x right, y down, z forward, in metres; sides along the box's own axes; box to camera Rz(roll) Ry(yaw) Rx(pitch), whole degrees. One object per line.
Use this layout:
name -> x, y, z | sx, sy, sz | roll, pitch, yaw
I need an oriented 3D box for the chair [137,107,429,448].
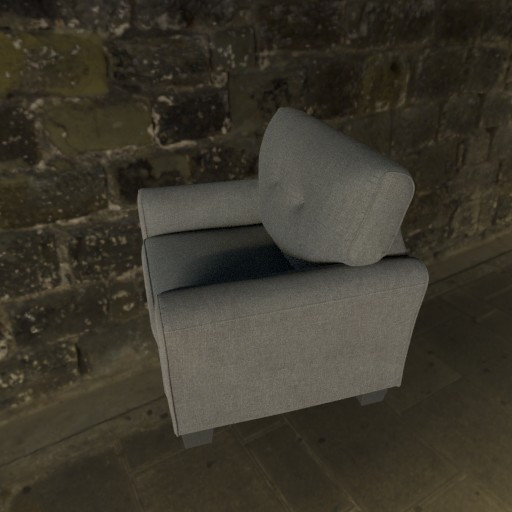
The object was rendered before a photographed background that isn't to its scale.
chair -> 0.000, 0.000, 1.638 | 0.816, 0.890, 0.941 | -8, 31, -14
